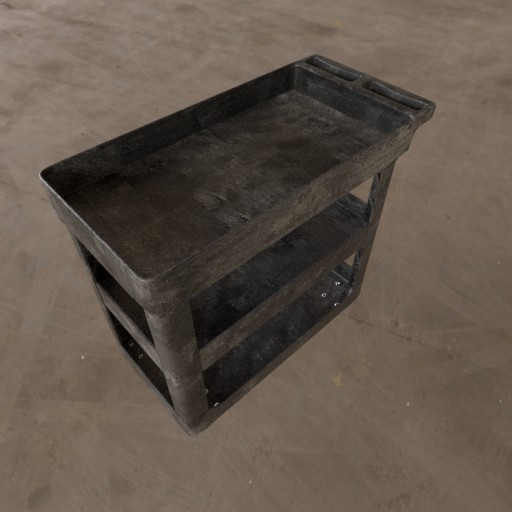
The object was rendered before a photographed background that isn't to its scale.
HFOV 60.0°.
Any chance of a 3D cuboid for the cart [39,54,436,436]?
[{"bbox_3d":[0.000,0.000,1.322,0.877,0.824,0.420,-34,56,-28],"label":"cart"}]
